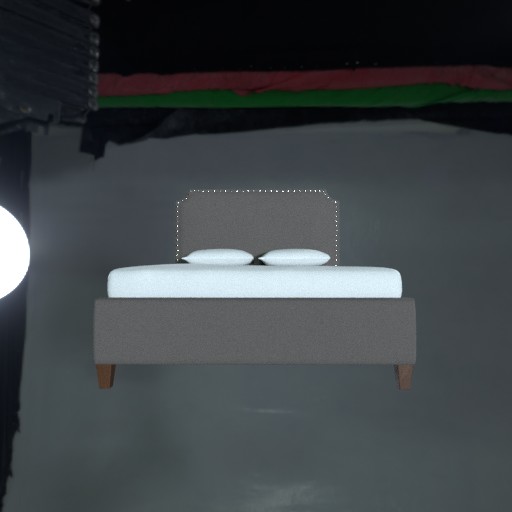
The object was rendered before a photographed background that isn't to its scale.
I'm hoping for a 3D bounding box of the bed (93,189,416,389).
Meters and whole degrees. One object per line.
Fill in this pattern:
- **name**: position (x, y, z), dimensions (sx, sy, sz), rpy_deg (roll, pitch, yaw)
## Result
- **bed**: position (0.000, 0.000, 3.481), dimensions (1.713, 1.443, 2.372), rpy_deg (0, -1, 0)
